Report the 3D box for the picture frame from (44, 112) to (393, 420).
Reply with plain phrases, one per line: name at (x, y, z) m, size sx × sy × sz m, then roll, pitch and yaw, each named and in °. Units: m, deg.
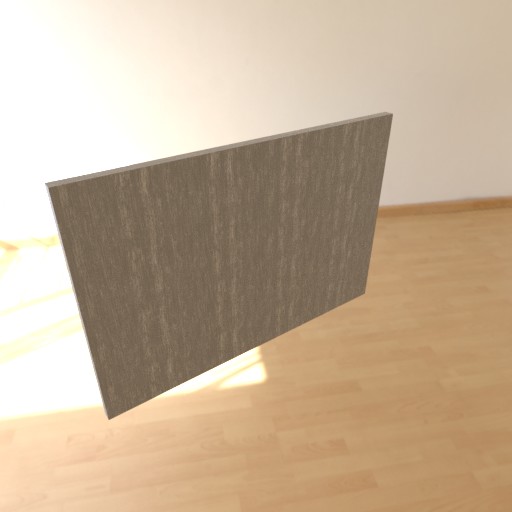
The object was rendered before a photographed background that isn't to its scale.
picture frame at (0.000, 0.000, 1.220) m, size 0.950 × 0.640 × 0.029 m, roll -20°, pitch 37°, yaw -30°
